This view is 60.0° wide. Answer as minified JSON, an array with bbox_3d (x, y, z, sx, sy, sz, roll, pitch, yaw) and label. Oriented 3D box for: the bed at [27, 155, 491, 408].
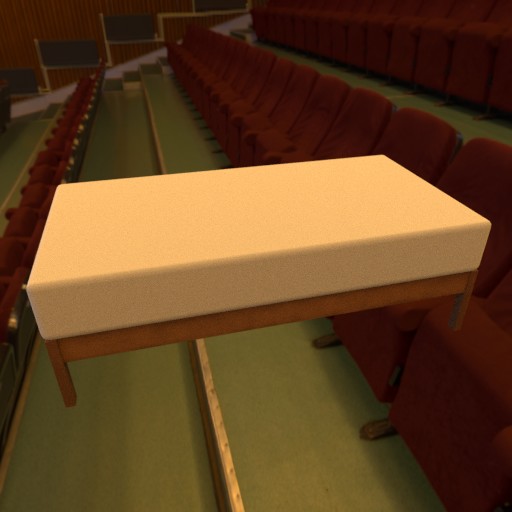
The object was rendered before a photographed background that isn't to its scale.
[{"bbox_3d":[0.000,0.000,2.280,1.902,0.616,0.961,-8,32,-13],"label":"bed"}]
